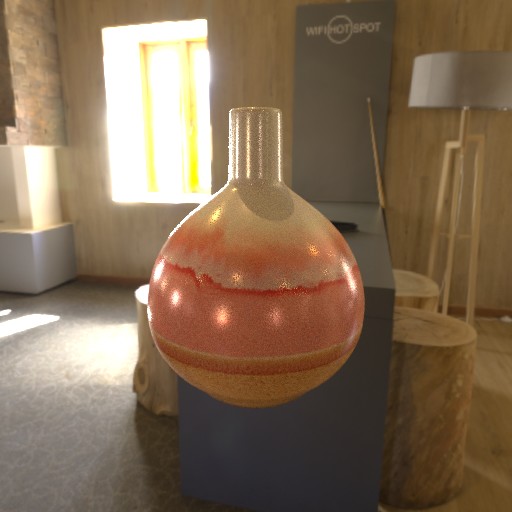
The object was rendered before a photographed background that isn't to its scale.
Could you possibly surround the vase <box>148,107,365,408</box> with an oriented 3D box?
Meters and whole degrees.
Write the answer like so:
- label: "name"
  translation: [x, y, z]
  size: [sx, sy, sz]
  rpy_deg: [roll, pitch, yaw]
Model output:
- label: "vase"
  translation: [0.000, 0.000, 0.280]
  size: [0.137, 0.176, 0.137]
  rpy_deg: [0, 14, 0]
